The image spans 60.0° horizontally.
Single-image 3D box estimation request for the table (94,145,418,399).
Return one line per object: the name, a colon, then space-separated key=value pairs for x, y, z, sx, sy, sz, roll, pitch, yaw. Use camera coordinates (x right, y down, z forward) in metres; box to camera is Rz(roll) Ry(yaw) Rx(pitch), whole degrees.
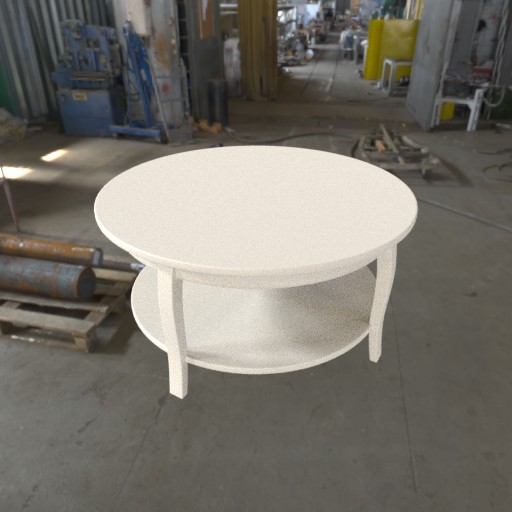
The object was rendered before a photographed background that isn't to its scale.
table: x=0.000 y=0.000 z=1.419 sx=0.910 sy=0.457 sz=0.910 roll=0 pitch=30 yaw=0
